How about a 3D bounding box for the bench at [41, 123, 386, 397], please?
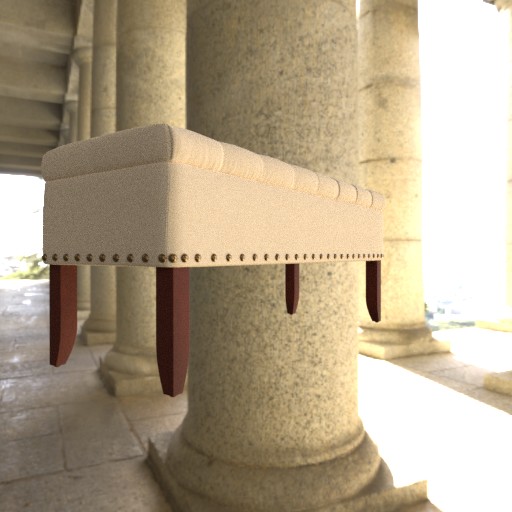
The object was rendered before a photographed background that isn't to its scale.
[{"bbox_3d":[0.000,0.000,1.247,0.400,0.470,1.054,0,0,35],"label":"bench"}]
